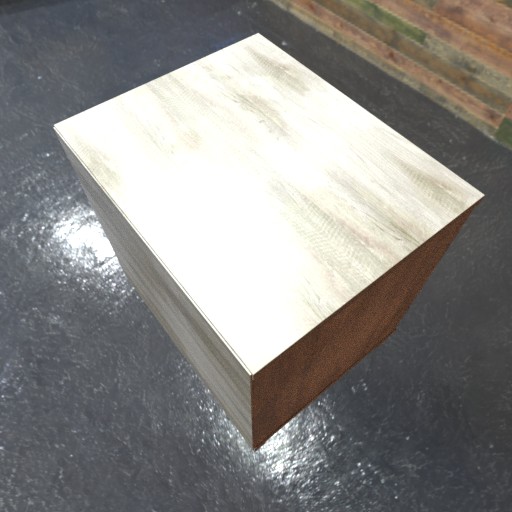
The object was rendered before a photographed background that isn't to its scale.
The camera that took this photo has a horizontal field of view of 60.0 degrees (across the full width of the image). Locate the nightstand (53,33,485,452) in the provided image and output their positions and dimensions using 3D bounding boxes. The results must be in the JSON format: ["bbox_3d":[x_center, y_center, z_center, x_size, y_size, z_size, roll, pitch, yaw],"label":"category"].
[{"bbox_3d":[0.000,0.000,0.739,0.347,0.448,0.427,-34,63,-20],"label":"nightstand"}]
